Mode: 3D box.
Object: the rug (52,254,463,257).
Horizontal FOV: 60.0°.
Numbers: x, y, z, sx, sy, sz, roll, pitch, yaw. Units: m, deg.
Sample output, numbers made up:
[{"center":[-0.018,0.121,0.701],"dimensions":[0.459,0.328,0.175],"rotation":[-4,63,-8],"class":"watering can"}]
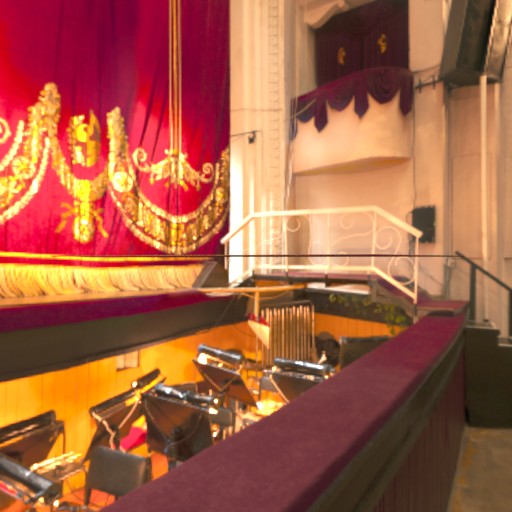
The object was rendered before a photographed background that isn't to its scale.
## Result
[{"center":[0.000,0.000,3.769],"dimensions":[2.896,0.013,2.007],"rotation":[0,0,36],"class":"rug"}]
